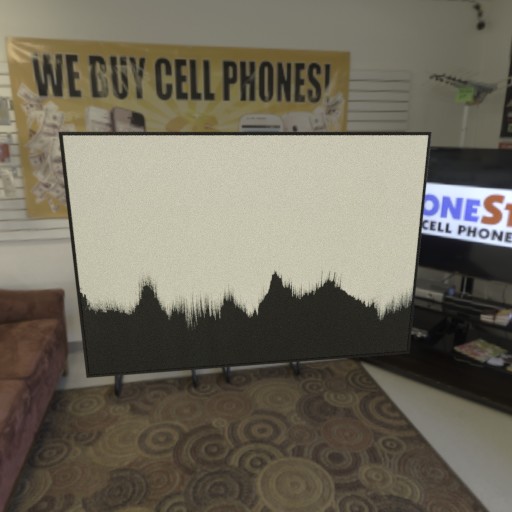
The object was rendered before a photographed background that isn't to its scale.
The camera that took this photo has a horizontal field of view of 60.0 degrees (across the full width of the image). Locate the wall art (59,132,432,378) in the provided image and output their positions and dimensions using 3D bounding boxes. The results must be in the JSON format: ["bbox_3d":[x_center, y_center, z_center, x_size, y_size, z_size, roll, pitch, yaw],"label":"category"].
[{"bbox_3d":[0.000,0.000,1.224,0.957,0.660,0.019,-2,16,-8],"label":"wall art"}]
